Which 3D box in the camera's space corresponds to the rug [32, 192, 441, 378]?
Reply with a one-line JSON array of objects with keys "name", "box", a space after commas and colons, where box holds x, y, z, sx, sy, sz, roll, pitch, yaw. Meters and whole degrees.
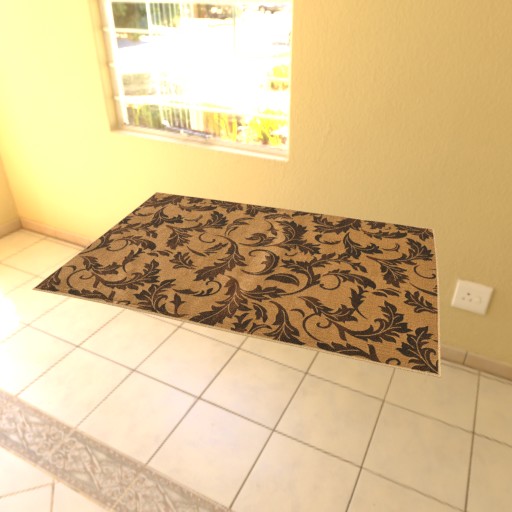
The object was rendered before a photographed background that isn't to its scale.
[{"name": "rug", "box": [0.000, 0.000, 2.928, 2.284, 0.008, 1.522, 9, 33, 15]}]
